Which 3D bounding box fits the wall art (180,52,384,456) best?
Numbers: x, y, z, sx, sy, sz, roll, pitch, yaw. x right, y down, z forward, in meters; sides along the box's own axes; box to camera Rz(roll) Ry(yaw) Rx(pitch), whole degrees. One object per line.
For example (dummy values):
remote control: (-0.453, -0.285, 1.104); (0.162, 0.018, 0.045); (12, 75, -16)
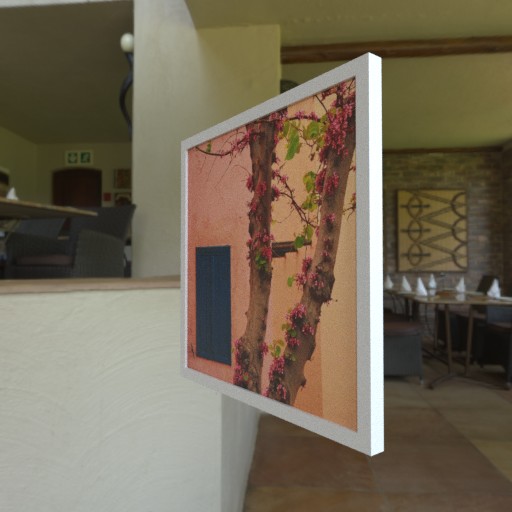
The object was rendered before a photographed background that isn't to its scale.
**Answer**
wall art: (0.000, 0.000, 1.151); (0.038, 0.762, 0.762); (1, -2, -37)
